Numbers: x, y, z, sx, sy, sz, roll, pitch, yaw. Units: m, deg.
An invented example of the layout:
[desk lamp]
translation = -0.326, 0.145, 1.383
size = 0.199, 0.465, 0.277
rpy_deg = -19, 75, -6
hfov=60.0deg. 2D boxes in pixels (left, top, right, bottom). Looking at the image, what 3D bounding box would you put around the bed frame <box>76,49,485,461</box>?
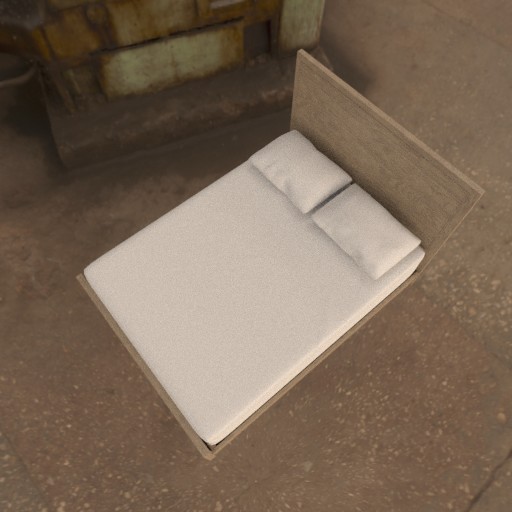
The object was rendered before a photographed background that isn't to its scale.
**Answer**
[bed frame]
translation = 0.000, 0.000, 3.188
size = 2.189, 1.369, 1.606
rpy_deg = -37, 69, -17
